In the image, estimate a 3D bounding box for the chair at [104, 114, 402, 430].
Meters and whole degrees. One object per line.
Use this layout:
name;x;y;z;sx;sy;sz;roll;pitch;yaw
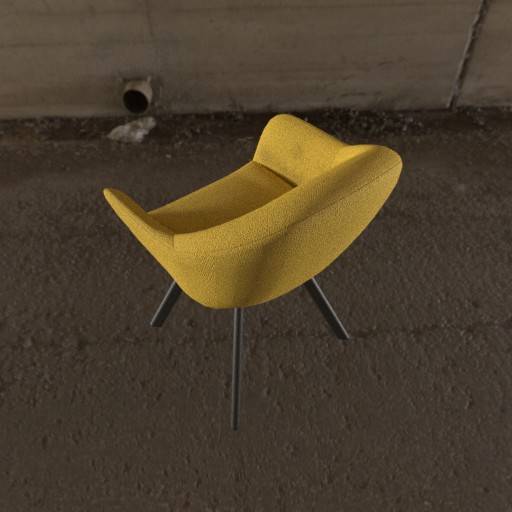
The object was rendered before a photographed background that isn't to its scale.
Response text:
chair;0.000;0.000;1.151;0.545;0.775;0.565;-31;53;-27
